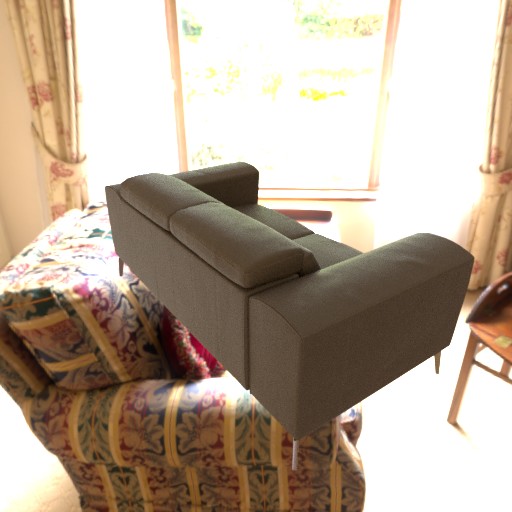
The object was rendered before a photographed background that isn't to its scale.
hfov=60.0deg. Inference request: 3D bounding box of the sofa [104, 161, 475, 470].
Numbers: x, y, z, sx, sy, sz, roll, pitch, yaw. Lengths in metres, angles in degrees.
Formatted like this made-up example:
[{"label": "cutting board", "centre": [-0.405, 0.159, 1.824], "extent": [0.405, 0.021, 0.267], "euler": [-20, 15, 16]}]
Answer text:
[{"label": "sofa", "centre": [0.000, 0.000, 2.418], "extent": [1.003, 0.779, 1.895], "euler": [-18, 32, -31]}]
